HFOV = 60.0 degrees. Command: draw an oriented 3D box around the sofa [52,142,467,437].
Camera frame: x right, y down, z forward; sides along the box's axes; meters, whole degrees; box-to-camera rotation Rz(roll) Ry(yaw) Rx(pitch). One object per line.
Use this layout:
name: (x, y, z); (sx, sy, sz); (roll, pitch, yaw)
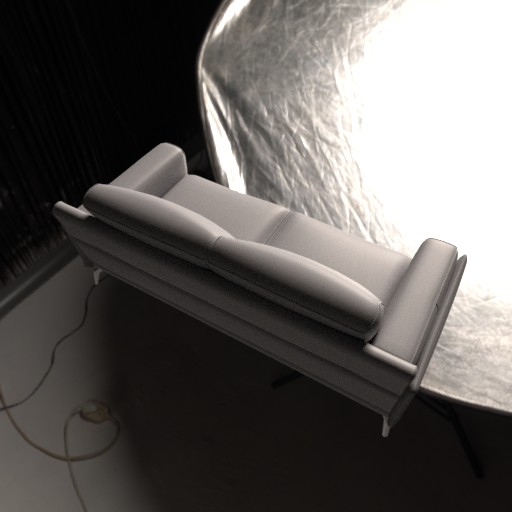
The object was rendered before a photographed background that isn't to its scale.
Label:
sofa: (0.000, 0.000, 2.534); (2.100, 0.900, 0.969); (23, 52, 20)
